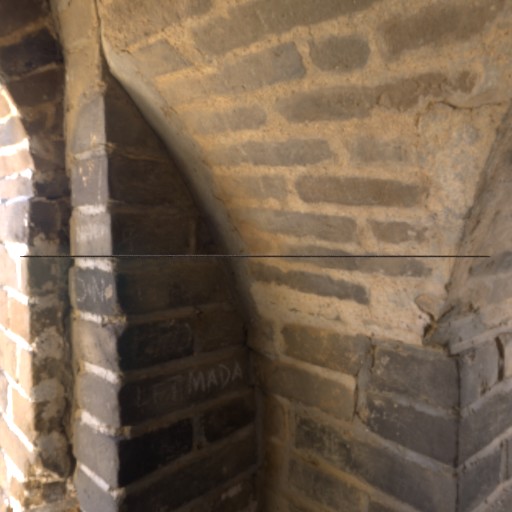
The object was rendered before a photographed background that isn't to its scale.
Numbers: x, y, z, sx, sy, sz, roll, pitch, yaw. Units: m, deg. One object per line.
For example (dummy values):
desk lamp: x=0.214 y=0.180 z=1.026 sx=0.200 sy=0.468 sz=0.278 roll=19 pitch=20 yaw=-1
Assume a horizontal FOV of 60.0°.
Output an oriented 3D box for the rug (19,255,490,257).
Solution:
rug: x=0.000 y=0.000 z=4.052 sx=3.048 sy=0.012 sz=2.438 roll=0 pitch=0 yaw=1
